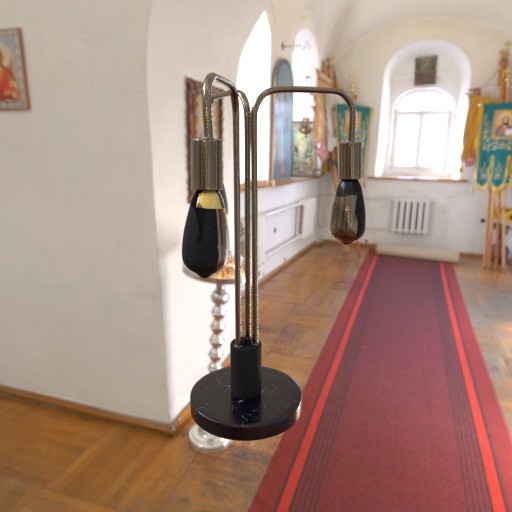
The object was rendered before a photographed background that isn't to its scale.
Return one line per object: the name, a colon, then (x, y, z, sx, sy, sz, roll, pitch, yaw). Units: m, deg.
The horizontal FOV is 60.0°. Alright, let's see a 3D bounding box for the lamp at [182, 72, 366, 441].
lamp: (0.000, 0.000, 0.782, 0.355, 0.560, 0.368, -7, 16, -25)
